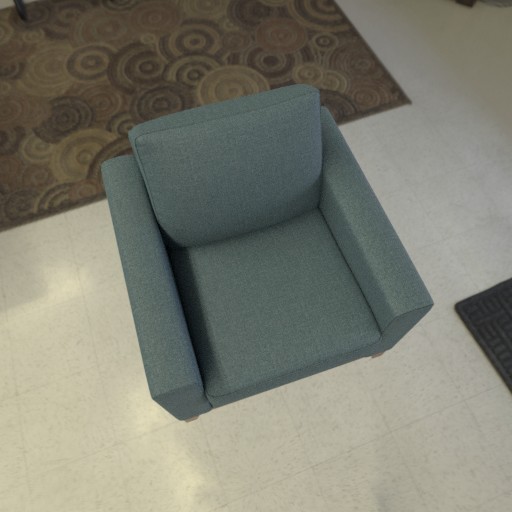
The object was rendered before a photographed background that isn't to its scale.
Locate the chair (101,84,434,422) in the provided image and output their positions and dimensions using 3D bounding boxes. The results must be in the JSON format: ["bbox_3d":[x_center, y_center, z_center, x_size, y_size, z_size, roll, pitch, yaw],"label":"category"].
[{"bbox_3d":[0.000,0.000,1.854,1.024,1.010,1.038,-17,64,-8],"label":"chair"}]
